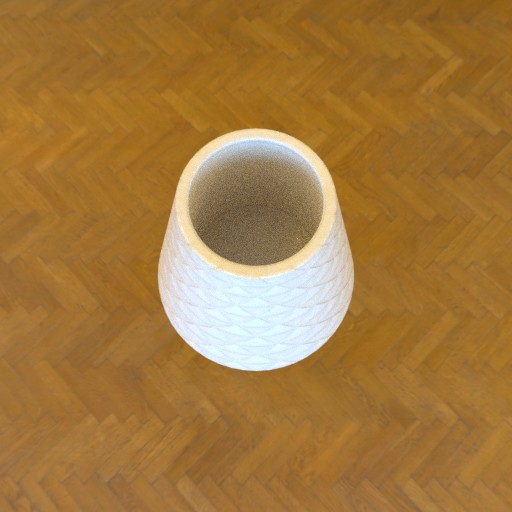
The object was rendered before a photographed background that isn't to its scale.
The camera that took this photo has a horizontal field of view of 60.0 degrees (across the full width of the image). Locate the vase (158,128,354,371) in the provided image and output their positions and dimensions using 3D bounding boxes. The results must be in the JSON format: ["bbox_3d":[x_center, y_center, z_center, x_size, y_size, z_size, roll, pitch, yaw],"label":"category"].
[{"bbox_3d":[0.000,0.000,0.351,0.175,0.230,0.175,0,75,0],"label":"vase"}]
